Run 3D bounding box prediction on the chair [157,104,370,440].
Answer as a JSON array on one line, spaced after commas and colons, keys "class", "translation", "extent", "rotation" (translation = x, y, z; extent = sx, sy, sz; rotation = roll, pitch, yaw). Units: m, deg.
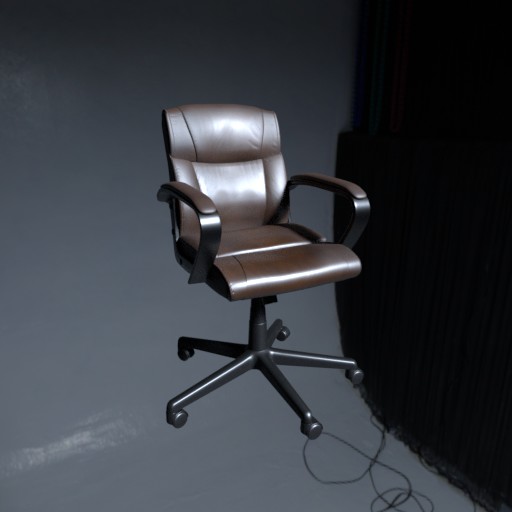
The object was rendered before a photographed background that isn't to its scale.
[{"class": "chair", "translation": [0.000, 0.000, 1.517], "extent": [0.739, 1.004, 0.717], "rotation": [-8, 19, -26]}]
